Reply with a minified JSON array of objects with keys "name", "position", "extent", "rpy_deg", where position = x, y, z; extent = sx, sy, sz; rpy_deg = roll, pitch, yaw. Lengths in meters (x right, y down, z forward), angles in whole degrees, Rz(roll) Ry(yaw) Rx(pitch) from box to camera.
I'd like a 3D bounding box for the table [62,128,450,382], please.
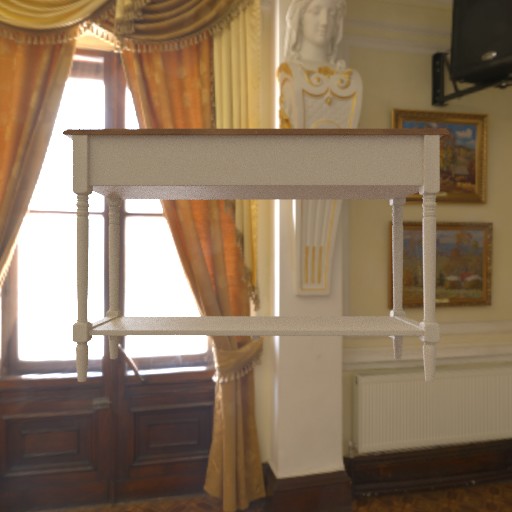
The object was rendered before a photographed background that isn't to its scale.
[{"name":"table","position":[0.000,0.000,1.592],"extent":[1.219,0.800,0.399],"rpy_deg":[0,0,0]}]
